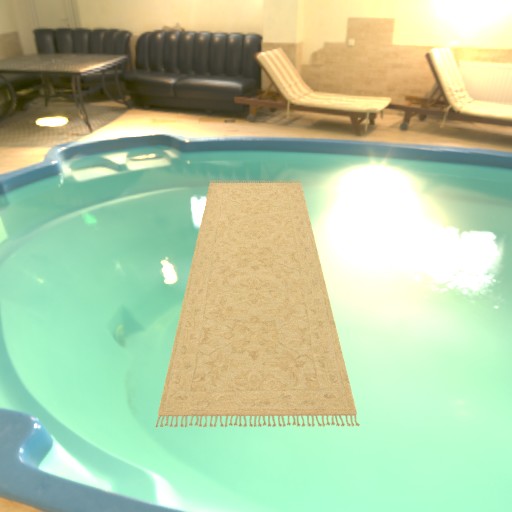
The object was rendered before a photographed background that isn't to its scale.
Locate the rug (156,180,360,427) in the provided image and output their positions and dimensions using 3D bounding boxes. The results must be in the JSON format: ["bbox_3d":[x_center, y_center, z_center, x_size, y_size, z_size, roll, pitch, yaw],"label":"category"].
[{"bbox_3d":[0.000,0.000,2.802,0.795,0.015,2.544,0,31,0],"label":"rug"}]
